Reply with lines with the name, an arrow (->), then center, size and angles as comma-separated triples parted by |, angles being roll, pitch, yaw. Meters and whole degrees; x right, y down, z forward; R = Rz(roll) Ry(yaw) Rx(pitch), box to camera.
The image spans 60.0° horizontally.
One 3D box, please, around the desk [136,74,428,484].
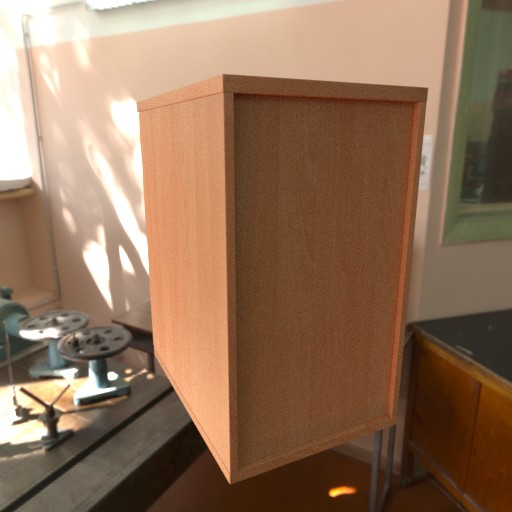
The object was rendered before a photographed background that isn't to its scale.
desk -> 0.000, 0.000, 1.074 | 0.404, 0.730, 0.600 | -7, 17, -25
